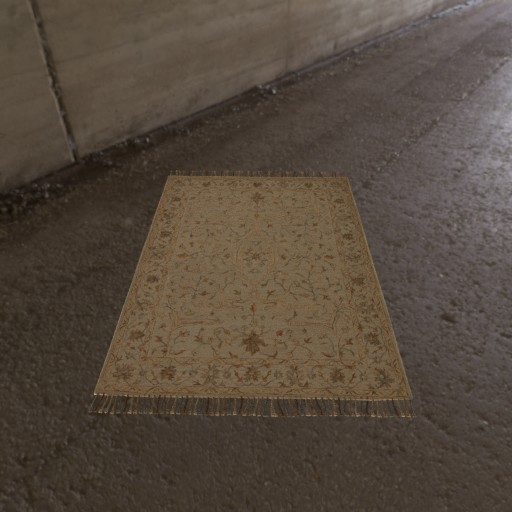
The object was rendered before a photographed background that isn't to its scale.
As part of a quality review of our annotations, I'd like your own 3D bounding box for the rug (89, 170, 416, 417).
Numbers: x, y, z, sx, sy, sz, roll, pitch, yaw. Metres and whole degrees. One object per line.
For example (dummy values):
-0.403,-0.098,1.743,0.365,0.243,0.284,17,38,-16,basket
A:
0.000,0.000,2.342,1.218,0.017,1.861,1,39,1,rug
